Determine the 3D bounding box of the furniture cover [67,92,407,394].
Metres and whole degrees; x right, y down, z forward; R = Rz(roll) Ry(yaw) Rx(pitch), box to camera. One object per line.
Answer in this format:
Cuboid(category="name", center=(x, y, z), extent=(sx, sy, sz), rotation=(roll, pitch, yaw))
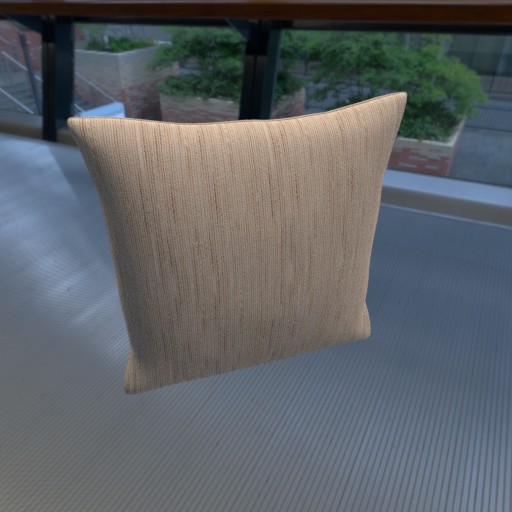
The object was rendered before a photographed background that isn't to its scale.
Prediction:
Cuboid(category="furniture cover", center=(0.000, 0.000, 0.759), extent=(0.512, 0.506, 0.178), rotation=(-10, 33, -15))
